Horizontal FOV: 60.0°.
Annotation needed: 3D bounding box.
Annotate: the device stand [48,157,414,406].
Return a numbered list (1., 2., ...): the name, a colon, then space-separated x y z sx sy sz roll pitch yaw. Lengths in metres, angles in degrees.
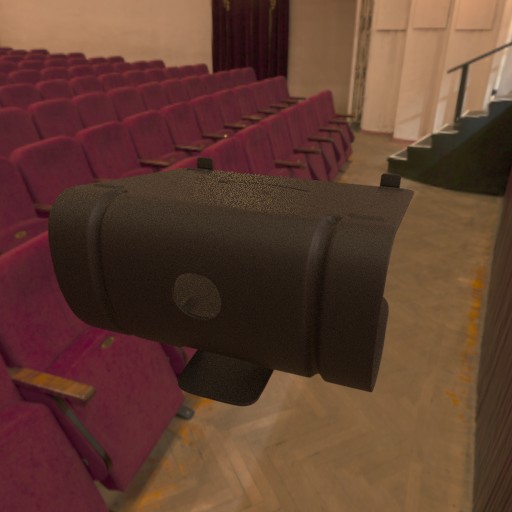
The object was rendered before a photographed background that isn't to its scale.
1. device stand: 0.000 0.000 0.404 0.256 0.155 0.236 9 28 18
